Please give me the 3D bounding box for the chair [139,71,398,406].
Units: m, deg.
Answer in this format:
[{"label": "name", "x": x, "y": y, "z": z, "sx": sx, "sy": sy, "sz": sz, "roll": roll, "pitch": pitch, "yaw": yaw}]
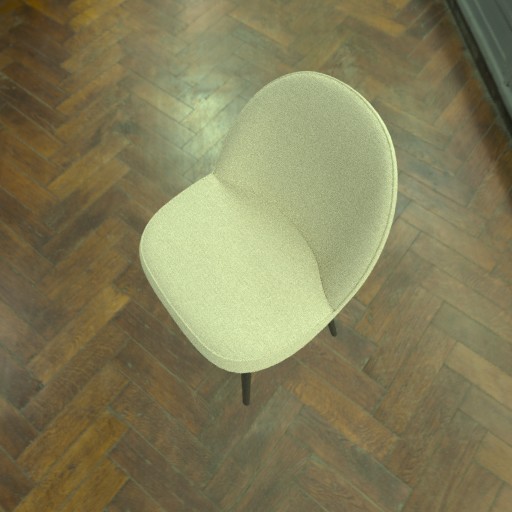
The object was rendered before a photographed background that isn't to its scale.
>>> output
[{"label": "chair", "x": 0.000, "y": 0.000, "z": 1.182, "sx": 0.540, "sy": 0.838, "sz": 0.532, "roll": -34, "pitch": 68, "yaw": -16}]
